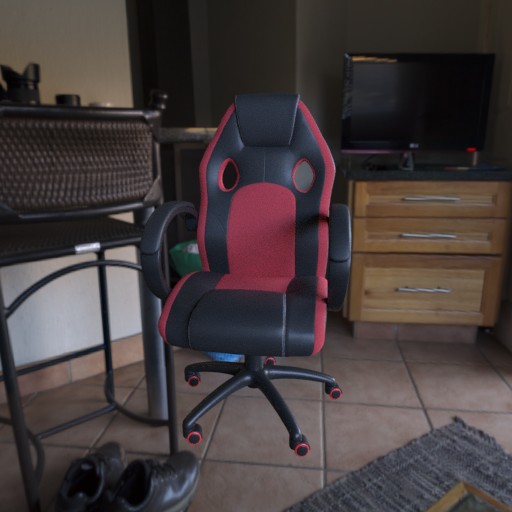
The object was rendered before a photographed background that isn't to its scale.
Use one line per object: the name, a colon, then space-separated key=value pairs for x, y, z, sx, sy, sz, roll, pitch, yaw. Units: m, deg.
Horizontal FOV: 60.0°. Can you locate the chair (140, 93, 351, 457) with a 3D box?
chair: x=0.000 y=0.000 z=1.612 sx=0.673 sy=1.187 sz=0.724 roll=2 pitch=14 yaw=9
